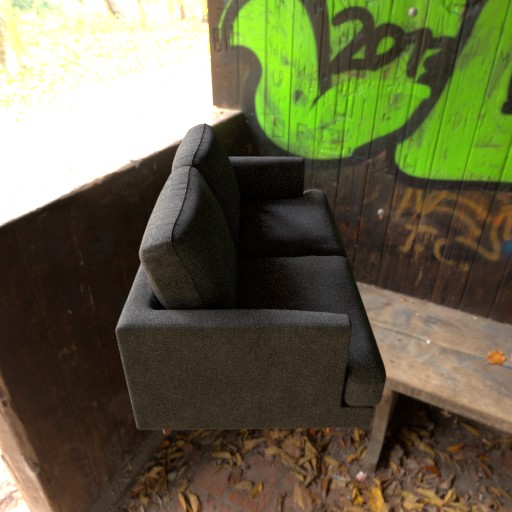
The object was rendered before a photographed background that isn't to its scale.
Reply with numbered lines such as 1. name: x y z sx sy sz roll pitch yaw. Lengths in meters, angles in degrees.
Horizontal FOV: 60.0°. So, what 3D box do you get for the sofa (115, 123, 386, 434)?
1. sofa: 0.000 0.000 2.153 0.903 0.956 1.582 0 32 0
